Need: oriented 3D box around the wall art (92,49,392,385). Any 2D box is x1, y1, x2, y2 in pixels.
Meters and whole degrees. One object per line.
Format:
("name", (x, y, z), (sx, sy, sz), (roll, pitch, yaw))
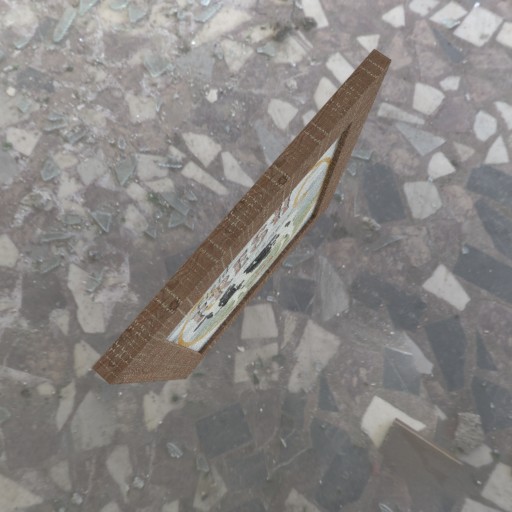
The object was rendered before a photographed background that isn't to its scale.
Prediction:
("wall art", (0.000, 0.000, 0.790), (0.029, 0.531, 0.531), (38, 78, 9))
